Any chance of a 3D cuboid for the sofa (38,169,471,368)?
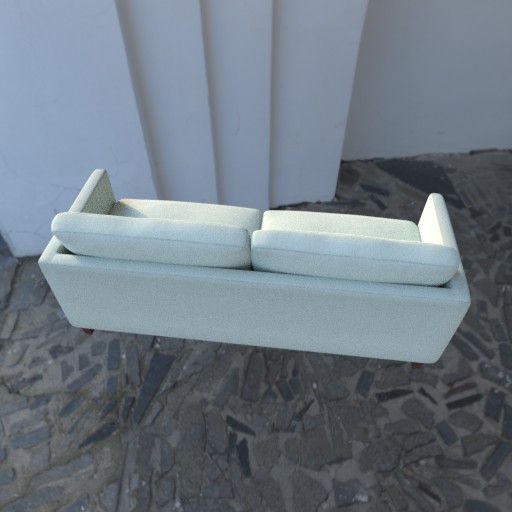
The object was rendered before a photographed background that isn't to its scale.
[{"bbox_3d":[0.000,0.000,2.939,2.434,0.965,0.948,5,47,5],"label":"sofa"}]
